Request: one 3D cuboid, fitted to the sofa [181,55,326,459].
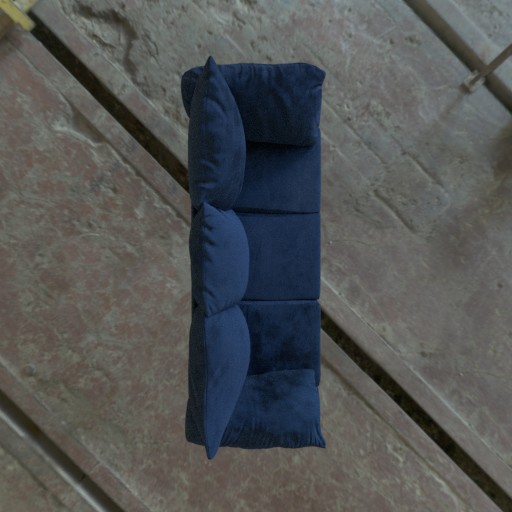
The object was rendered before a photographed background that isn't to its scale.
[{"bbox_3d":[0.000,0.000,2.890,0.907,1.091,2.390,0,91,-1],"label":"sofa"}]
